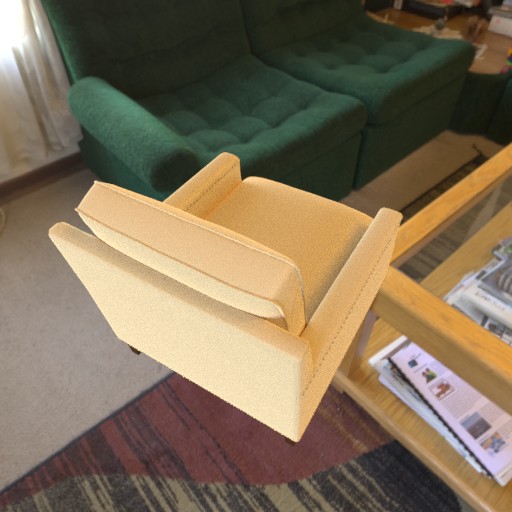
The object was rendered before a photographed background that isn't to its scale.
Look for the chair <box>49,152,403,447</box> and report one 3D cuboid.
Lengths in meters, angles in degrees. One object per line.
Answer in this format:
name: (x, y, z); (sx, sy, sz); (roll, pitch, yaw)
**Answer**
chair: (0.000, 0.000, 1.696); (0.853, 0.943, 1.014); (23, 50, 21)
